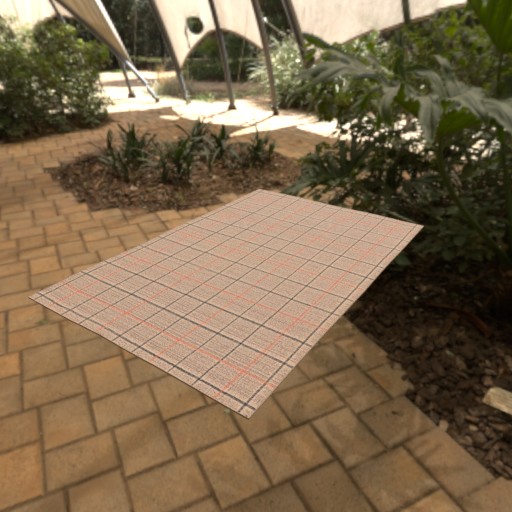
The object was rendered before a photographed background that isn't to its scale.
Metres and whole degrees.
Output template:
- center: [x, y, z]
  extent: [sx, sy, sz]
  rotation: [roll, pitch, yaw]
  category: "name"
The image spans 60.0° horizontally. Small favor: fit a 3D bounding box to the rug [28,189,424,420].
- center: [0.000, 0.000, 2.345]
  extent: [1.220, 0.013, 1.829]
  rotation: [18, 32, 31]
  category: "rug"
